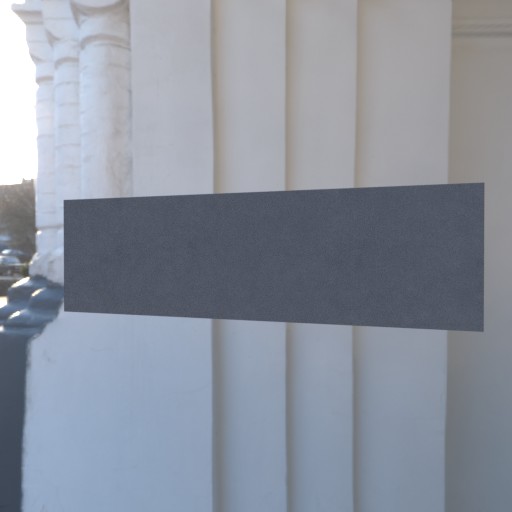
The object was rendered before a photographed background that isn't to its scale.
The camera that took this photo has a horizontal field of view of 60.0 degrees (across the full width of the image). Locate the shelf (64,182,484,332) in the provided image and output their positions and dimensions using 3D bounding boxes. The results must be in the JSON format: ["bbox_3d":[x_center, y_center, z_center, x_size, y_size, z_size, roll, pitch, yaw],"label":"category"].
[{"bbox_3d":[0.000,0.000,1.135,1.020,0.300,0.200,0,1,17],"label":"shelf"}]
